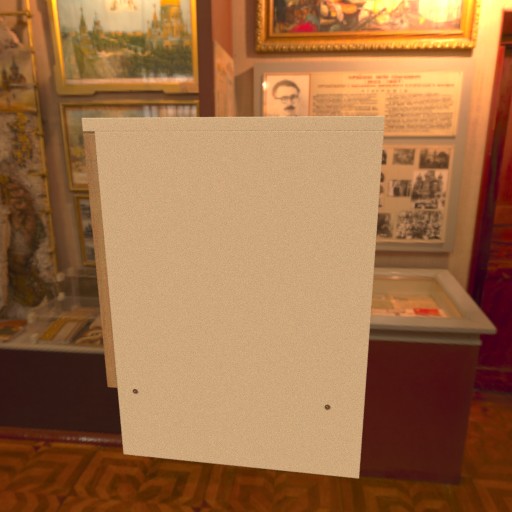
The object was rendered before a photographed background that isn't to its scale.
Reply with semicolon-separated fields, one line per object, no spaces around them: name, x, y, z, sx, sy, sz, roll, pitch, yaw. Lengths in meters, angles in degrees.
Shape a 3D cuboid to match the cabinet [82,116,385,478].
cabinet;0.000;0.000;0.915;0.400;0.522;0.600;2;15;8
